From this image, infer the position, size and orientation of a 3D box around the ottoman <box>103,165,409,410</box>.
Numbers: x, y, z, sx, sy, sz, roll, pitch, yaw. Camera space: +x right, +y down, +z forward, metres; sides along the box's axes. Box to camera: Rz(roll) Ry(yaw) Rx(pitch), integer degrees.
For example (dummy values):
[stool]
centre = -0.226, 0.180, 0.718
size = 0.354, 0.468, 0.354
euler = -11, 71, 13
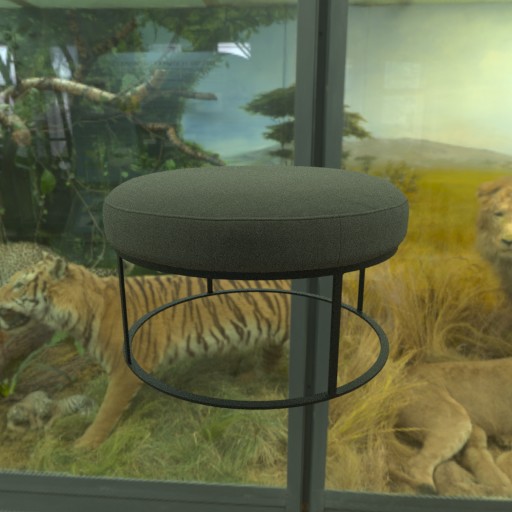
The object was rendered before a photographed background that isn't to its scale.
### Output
[ottoman]
centre = 0.000, 0.000, 1.206
size = 0.772, 0.460, 0.772
euler = 0, 15, 0
